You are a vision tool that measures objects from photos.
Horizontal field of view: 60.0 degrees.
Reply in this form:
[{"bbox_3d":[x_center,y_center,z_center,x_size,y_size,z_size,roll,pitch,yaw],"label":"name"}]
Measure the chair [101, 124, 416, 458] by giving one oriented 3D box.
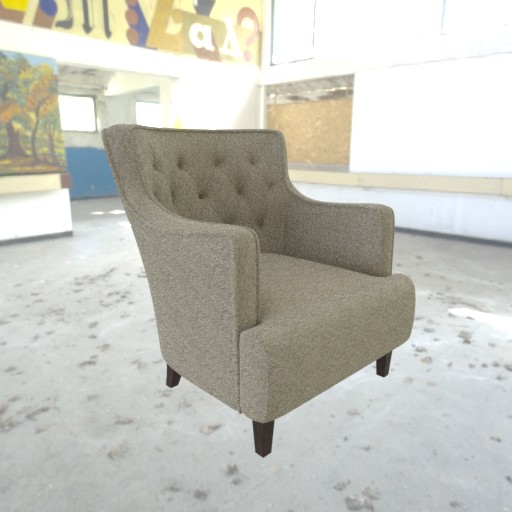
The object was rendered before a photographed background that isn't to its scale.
[{"bbox_3d":[0.000,0.000,1.632,0.820,0.920,0.910,-13,19,-42],"label":"chair"}]
